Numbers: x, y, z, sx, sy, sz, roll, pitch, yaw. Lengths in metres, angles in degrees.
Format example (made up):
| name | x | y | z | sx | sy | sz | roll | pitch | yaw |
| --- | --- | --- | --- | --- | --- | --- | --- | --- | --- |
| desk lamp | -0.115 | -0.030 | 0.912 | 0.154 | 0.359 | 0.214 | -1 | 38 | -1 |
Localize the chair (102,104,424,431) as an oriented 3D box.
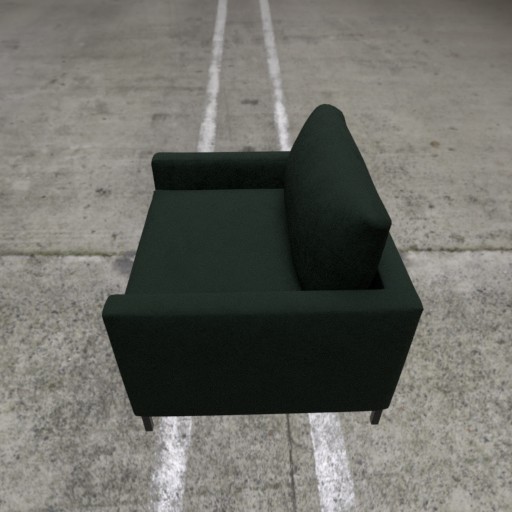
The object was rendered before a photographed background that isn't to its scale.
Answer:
| name | x | y | z | sx | sy | sz | roll | pitch | yaw |
| --- | --- | --- | --- | --- | --- | --- | --- | --- | --- |
| chair | 0.000 | 0.000 | 1.626 | 0.866 | 0.861 | 0.963 | -1 | 39 | -1 |
